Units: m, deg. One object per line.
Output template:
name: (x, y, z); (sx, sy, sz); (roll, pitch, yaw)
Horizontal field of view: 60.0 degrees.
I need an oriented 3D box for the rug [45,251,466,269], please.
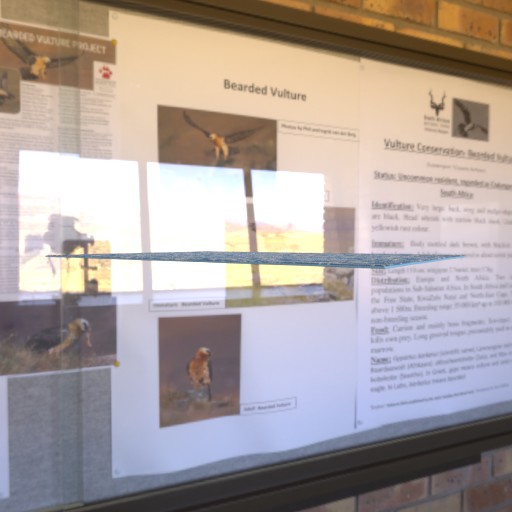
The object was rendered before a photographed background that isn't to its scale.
rug: (0.000, 0.000, 2.832); (2.205, 0.012, 1.554); (1, 2, 35)
